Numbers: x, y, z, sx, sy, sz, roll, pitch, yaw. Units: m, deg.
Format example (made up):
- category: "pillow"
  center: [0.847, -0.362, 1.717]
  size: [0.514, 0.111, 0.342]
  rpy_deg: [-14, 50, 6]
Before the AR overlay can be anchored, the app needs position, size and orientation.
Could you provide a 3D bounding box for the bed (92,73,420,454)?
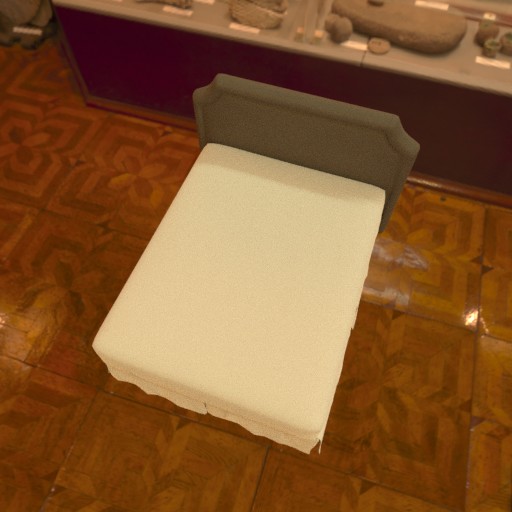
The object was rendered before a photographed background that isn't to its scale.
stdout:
- category: "bed"
  center: [0.000, 0.000, 3.285]
  size: [1.831, 1.297, 2.181]
  rpy_deg: [17, 61, 10]
